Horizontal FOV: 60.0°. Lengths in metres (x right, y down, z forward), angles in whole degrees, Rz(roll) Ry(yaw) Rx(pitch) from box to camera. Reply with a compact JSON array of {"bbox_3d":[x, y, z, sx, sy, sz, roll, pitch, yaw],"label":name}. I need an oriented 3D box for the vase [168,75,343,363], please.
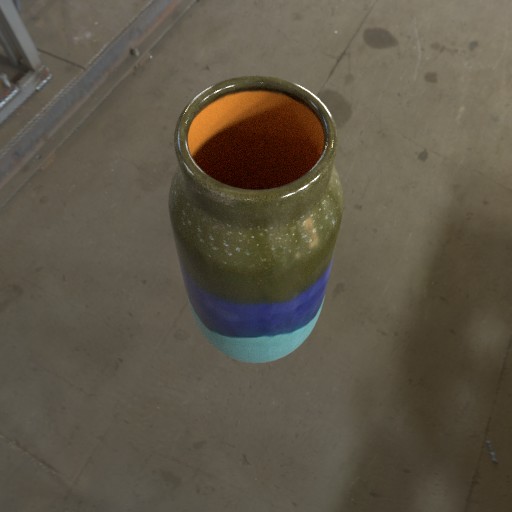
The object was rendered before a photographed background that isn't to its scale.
[{"bbox_3d":[0.000,0.000,0.388,0.139,0.313,0.139,0,63,0],"label":"vase"}]
